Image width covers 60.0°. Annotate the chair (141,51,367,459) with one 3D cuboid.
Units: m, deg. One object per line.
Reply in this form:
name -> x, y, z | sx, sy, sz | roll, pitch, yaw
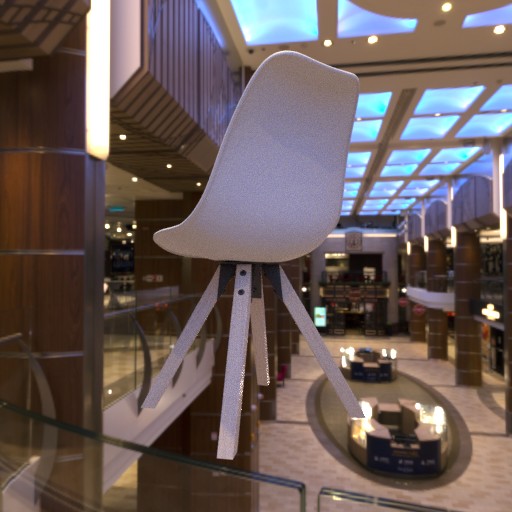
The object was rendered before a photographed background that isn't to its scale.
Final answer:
chair -> 0.000, 0.000, 1.192 | 0.485, 0.850, 0.550 | 1, -2, -36
